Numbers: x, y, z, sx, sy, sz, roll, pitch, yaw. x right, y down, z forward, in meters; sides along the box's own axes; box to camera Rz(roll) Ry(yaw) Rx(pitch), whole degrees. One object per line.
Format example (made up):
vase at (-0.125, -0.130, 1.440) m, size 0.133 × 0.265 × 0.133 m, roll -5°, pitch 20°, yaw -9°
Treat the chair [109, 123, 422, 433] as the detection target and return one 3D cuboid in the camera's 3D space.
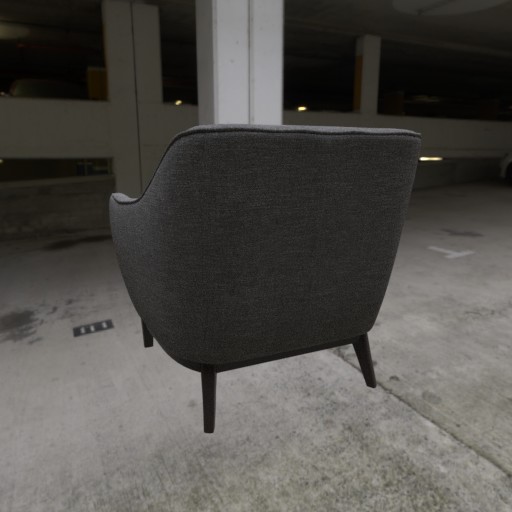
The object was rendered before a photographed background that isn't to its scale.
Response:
chair at (0.000, 0.000, 1.543) m, size 0.870 × 0.829 × 0.851 m, roll -6°, pitch 14°, yaw -25°
